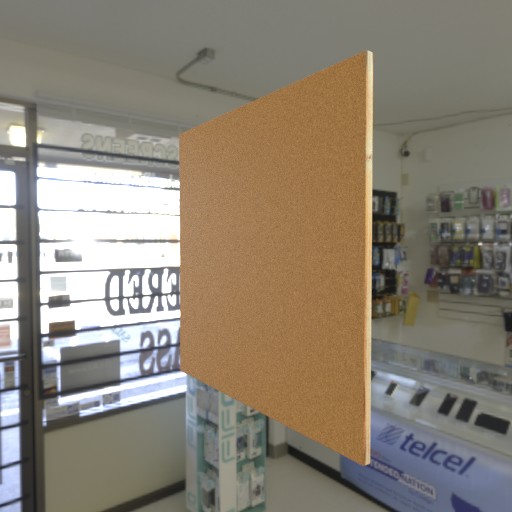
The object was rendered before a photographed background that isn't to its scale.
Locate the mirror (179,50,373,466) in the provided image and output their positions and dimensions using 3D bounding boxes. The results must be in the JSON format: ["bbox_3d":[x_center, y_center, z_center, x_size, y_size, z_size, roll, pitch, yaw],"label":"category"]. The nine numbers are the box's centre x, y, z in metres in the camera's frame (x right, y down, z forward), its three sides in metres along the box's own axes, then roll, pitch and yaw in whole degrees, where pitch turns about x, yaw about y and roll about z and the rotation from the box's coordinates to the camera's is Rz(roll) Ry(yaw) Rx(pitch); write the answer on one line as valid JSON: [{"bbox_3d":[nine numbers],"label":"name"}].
[{"bbox_3d":[0.000,0.000,1.200,0.061,0.804,0.804,-1,2,-36],"label":"mirror"}]
